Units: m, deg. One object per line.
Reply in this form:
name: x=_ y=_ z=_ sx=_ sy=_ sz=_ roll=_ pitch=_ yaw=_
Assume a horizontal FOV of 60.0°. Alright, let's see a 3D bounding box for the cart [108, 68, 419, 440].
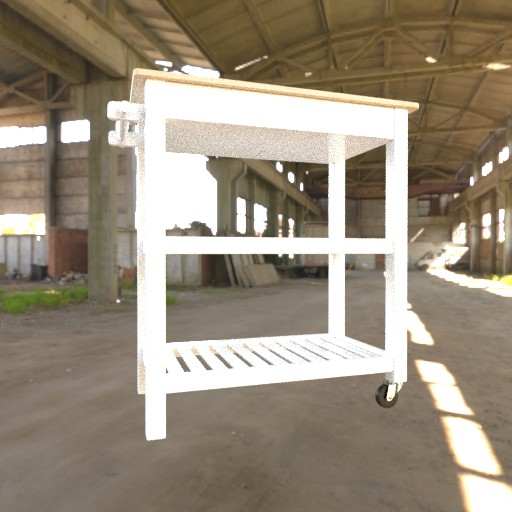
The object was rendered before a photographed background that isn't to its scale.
cart: x=0.000 y=0.000 z=1.424 sx=0.899 sy=0.927 sz=0.457 roll=0 pitch=1 yaw=-18
